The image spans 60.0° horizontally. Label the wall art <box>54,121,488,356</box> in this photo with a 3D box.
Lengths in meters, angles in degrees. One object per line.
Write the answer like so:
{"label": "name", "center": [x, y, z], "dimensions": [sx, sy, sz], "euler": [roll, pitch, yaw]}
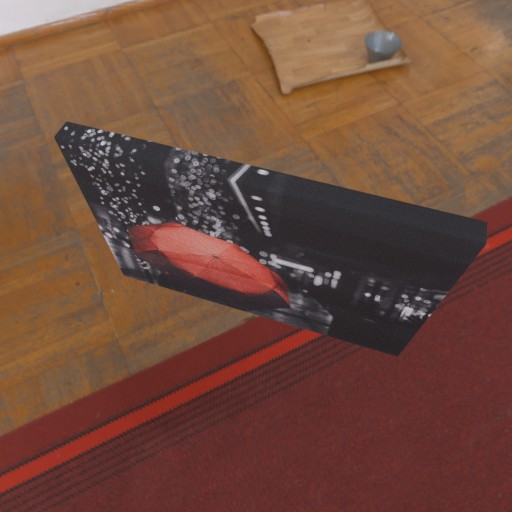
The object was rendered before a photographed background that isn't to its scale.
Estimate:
{"label": "wall art", "center": [0.000, 0.000, 0.775], "dimensions": [0.609, 0.406, 0.037], "euler": [15, 59, 10]}
